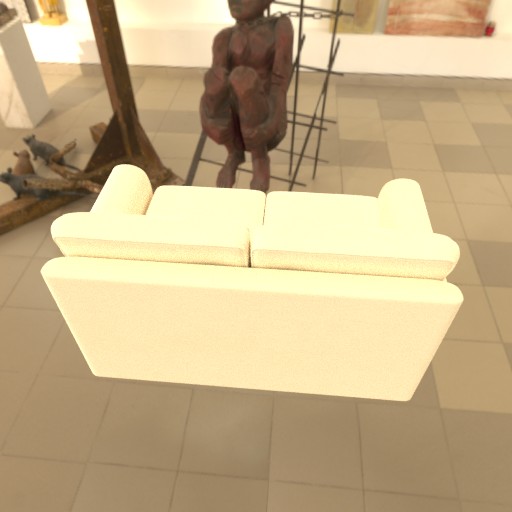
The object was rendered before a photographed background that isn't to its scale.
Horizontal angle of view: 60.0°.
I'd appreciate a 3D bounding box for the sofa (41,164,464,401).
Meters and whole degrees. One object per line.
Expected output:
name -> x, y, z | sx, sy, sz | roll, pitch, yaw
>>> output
sofa -> 0.000, 0.000, 2.261 | 1.727, 0.940, 0.991 | 4, 46, 3
